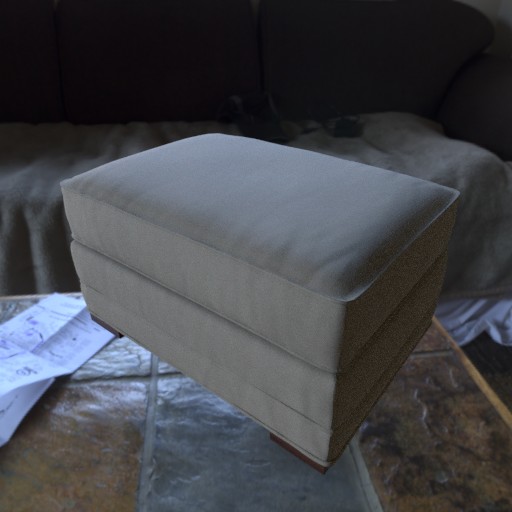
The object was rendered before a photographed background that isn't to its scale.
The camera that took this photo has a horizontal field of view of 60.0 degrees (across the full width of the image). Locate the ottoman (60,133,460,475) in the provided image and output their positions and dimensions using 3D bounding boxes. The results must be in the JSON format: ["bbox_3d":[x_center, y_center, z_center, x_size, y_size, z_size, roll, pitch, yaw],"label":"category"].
[{"bbox_3d":[0.000,0.000,1.182,0.848,0.482,0.611,22,37,32],"label":"ottoman"}]
